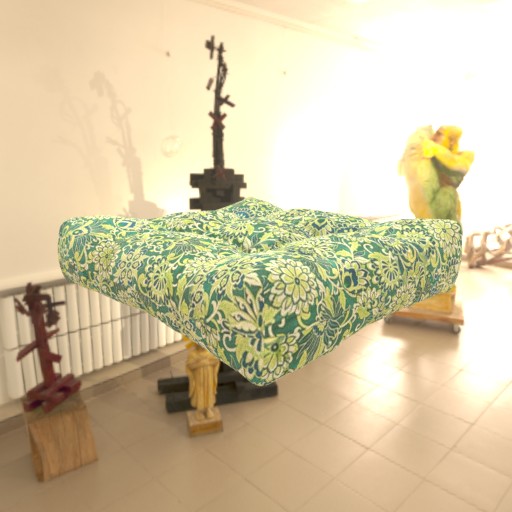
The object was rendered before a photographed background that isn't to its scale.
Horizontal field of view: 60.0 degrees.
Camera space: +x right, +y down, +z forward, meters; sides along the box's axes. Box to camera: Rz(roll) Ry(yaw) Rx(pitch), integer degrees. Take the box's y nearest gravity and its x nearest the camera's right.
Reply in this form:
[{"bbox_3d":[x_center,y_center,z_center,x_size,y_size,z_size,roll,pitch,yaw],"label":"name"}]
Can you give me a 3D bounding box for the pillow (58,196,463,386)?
[{"bbox_3d":[0.000,0.000,0.714,0.468,0.128,0.490,-13,19,-43],"label":"pillow"}]
